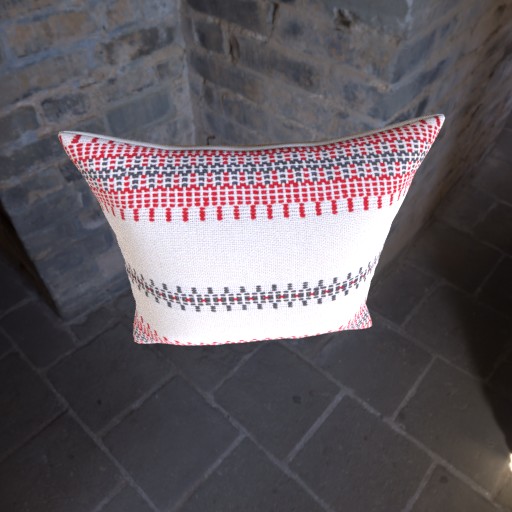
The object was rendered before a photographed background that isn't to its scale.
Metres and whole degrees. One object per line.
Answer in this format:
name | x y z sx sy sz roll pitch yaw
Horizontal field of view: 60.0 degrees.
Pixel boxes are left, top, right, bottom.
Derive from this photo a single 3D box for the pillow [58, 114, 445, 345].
pillow | 0.000 0.000 0.690 0.463 0.454 0.160 -3 47 -3
